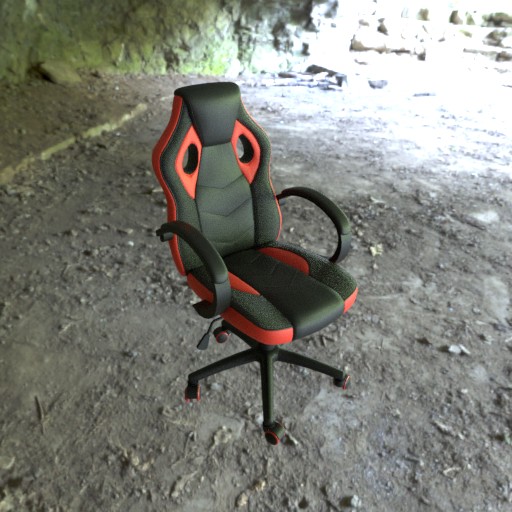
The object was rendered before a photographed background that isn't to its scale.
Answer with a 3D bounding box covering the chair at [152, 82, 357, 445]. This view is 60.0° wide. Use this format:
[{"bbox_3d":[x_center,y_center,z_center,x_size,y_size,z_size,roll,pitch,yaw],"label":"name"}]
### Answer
[{"bbox_3d":[0.000,0.000,1.468,0.600,1.016,0.642,-20,35,-32],"label":"chair"}]
